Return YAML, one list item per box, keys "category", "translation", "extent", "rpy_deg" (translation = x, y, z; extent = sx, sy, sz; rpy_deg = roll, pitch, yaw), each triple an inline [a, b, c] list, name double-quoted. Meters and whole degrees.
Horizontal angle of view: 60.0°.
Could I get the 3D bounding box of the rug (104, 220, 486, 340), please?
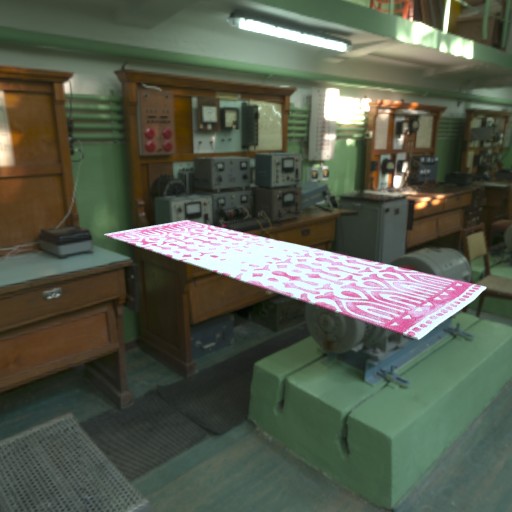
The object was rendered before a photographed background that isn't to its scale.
- category: "rug"
  translation: [0.000, 0.000, 2.729]
  extent: [2.458, 0.011, 0.787]
  rpy_deg: [15, 21, 43]
